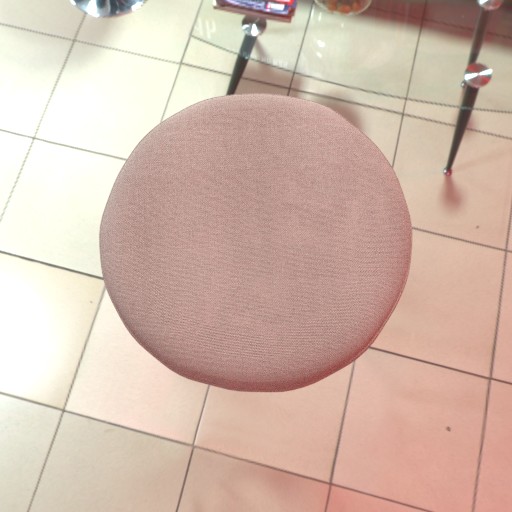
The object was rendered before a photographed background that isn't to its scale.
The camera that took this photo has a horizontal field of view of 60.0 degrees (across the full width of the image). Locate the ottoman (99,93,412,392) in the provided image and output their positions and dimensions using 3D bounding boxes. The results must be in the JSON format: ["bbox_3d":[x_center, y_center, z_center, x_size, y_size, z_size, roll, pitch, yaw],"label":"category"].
[{"bbox_3d":[0.000,0.000,0.861,0.497,0.409,0.497,0,76,0],"label":"ottoman"}]
